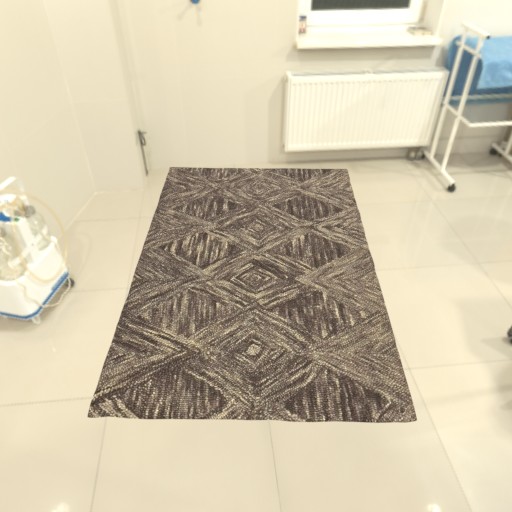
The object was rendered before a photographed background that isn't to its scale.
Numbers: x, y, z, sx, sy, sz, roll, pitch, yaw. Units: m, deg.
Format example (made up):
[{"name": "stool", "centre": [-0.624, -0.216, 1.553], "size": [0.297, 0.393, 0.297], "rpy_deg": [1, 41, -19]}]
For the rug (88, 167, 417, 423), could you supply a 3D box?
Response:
[{"name": "rug", "centre": [0.000, 0.000, 2.268], "size": [1.186, 0.012, 1.814], "rpy_deg": [1, 40, 1]}]
